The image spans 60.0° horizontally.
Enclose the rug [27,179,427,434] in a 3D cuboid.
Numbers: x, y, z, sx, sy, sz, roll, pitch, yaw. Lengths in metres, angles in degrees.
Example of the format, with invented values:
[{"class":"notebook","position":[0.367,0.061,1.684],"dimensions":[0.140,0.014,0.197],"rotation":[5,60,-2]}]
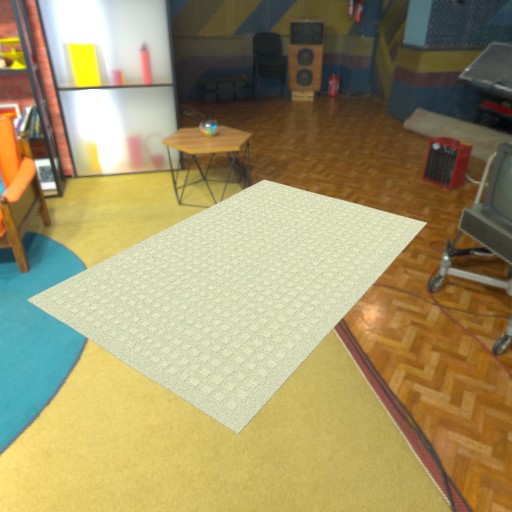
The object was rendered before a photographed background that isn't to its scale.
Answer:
[{"class":"rug","position":[0.000,0.000,2.209],"dimensions":[1.143,0.006,1.747],"rotation":[21,36,30]}]
